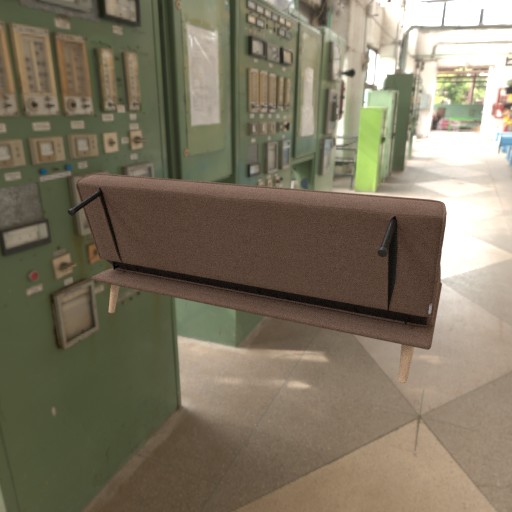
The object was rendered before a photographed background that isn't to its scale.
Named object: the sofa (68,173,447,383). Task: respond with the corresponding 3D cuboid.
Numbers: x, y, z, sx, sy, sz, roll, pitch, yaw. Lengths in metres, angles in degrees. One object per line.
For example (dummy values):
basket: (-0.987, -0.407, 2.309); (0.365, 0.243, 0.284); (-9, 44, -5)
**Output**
sofa: (0.000, 0.000, 2.340); (1.820, 0.810, 1.038); (8, 20, 24)
